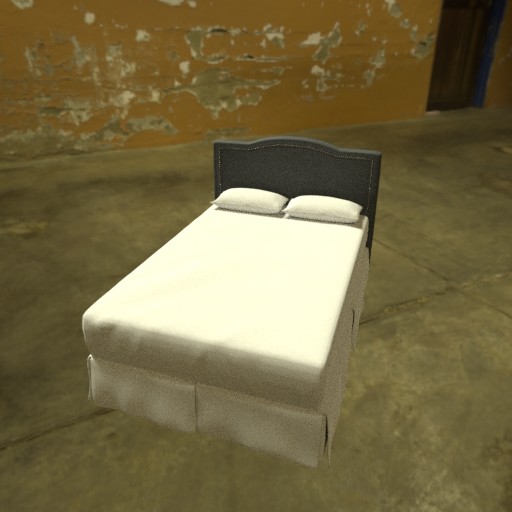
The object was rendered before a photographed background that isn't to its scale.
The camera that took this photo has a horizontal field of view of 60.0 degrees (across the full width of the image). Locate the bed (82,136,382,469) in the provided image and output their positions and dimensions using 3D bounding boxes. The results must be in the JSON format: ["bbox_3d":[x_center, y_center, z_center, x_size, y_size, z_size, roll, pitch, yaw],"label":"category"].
[{"bbox_3d":[0.000,0.000,3.599,1.747,1.441,2.507,8,28,16],"label":"bed"}]
